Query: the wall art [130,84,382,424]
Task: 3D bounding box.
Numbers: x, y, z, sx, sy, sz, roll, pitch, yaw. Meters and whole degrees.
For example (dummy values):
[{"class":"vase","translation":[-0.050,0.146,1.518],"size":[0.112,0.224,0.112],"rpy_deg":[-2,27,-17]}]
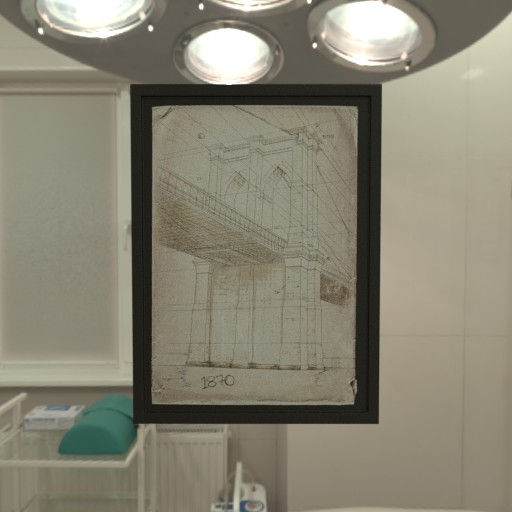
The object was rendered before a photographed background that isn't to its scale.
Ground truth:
[{"class":"wall art","translation":[0.000,0.000,0.864],"size":[0.480,0.657,0.016],"rpy_deg":[0,2,0]}]
